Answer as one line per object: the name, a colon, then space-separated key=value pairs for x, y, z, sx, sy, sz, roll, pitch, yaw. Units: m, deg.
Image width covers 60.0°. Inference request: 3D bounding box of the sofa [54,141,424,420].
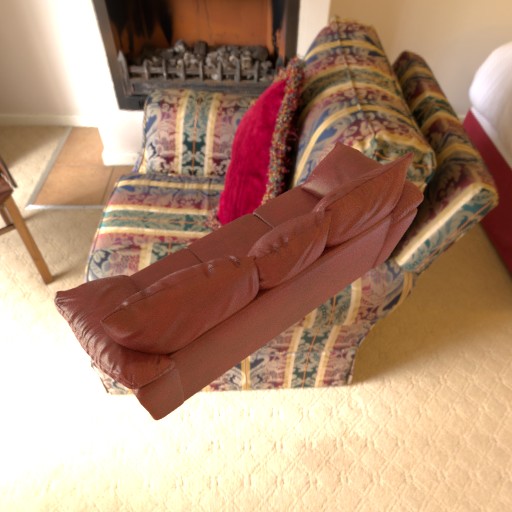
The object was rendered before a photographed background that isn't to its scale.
sofa: x=0.000 y=0.000 z=2.923 sx=2.390 sy=1.091 sz=0.907 roll=-31 pitch=55 yaw=-25
